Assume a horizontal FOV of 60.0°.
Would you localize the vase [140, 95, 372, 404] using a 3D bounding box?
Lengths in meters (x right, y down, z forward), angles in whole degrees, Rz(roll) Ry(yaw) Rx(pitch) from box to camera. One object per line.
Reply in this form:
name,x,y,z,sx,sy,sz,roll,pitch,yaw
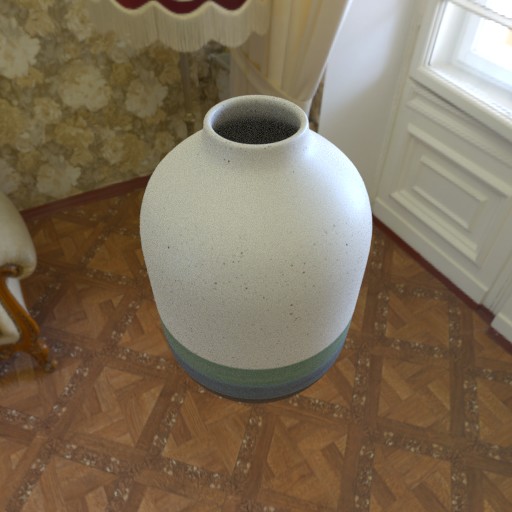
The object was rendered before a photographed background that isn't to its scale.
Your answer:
vase,0.000,0.000,0.355,0.169,0.240,0.169,0,46,0
